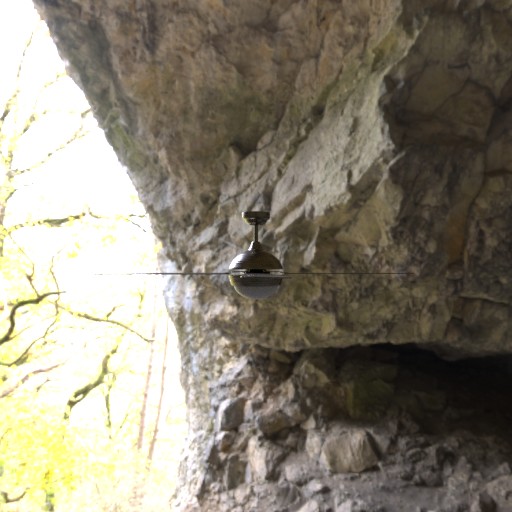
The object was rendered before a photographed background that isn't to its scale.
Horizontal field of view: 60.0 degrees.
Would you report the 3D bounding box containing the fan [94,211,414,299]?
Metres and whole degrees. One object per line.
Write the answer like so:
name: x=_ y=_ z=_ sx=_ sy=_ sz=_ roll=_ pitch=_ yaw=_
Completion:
fan: x=0.000 y=0.000 z=1.954 sx=1.321 sy=0.381 sz=1.321 roll=0 pitch=-1 yaw=18
